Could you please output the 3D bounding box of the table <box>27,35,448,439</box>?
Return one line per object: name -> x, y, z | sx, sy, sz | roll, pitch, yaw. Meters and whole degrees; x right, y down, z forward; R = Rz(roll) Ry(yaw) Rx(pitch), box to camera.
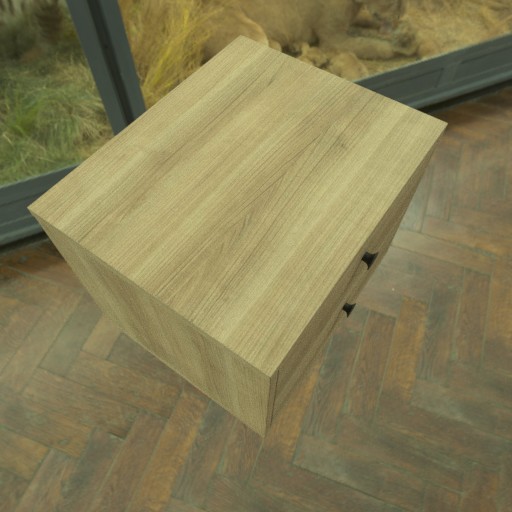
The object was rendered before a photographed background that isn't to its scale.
table -> 0.000, 0.000, 0.782 | 0.380, 0.460, 0.445 | 31, 63, 18
